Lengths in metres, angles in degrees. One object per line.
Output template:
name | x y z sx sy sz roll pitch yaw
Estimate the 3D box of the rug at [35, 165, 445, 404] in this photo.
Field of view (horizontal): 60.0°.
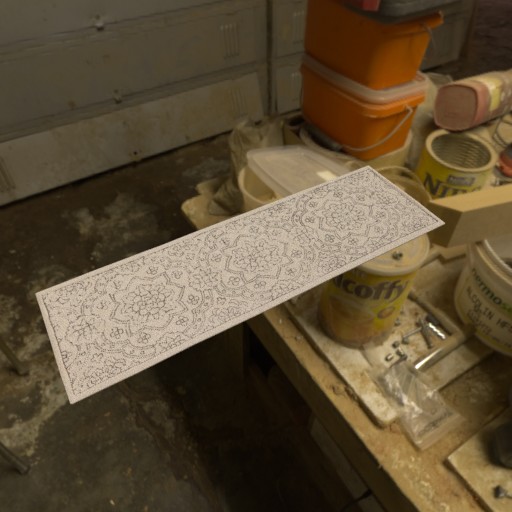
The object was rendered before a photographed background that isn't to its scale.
rug | 0.000 0.000 2.703 2.448 0.012 0.769 -23 50 -21
